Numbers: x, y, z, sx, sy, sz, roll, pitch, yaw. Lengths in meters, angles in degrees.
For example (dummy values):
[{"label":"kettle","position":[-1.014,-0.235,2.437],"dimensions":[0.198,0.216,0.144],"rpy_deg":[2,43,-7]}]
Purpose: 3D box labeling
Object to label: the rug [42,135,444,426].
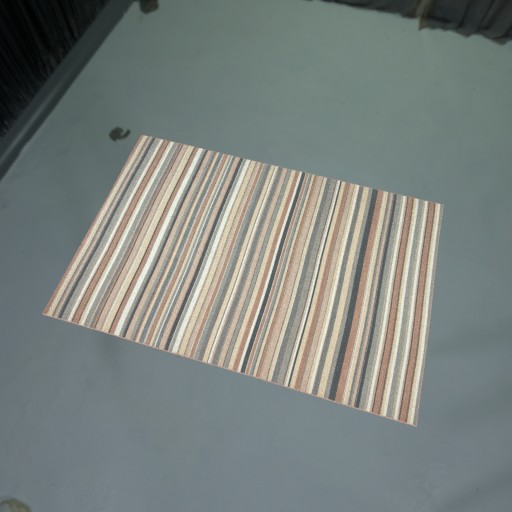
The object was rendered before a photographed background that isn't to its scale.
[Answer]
[{"label":"rug","position":[0.000,0.000,2.329],"dimensions":[1.829,0.008,1.219],"rpy_deg":[15,63,8]}]
